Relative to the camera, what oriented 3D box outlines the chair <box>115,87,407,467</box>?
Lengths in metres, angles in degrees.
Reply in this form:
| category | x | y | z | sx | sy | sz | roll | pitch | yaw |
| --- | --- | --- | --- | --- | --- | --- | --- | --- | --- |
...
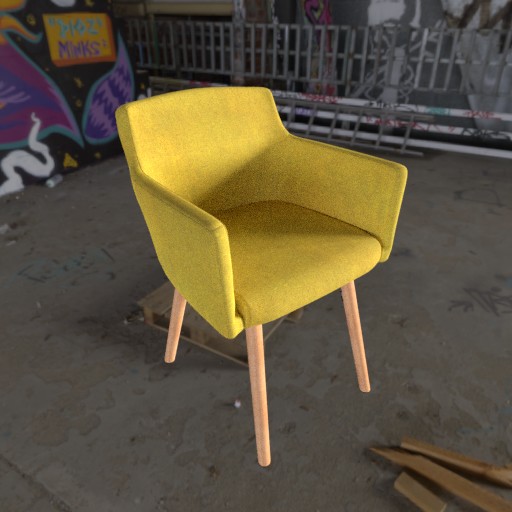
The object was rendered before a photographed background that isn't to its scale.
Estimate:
| category | x | y | z | sx | sy | sz | roll | pitch | yaw |
| --- | --- | --- | --- | --- | --- | --- | --- | --- | --- |
| chair | 0.000 | 0.000 | 1.173 | 0.570 | 0.780 | 0.570 | -22 | 36 | -33 |
